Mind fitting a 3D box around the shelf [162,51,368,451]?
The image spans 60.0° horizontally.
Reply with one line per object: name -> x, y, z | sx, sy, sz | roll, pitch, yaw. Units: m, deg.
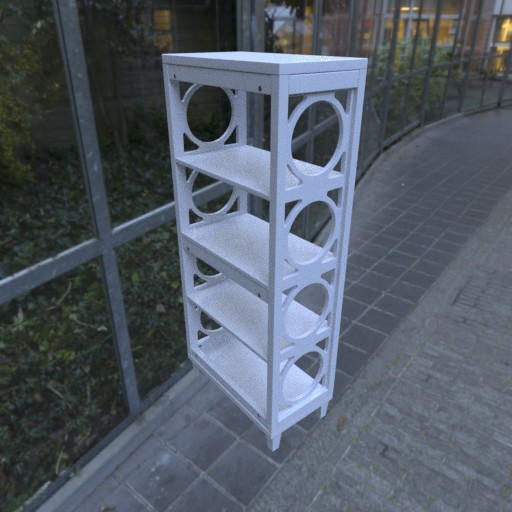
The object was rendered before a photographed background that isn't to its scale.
shelf -> 0.000, 0.000, 1.713 | 0.340, 1.411, 0.611 | -20, 33, -34
